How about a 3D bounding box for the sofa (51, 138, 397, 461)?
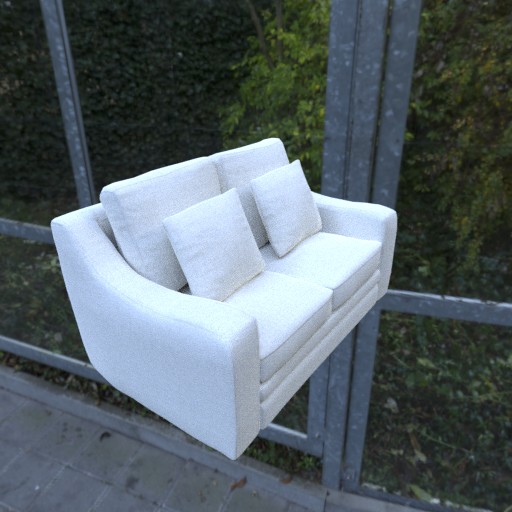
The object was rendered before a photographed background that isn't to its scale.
[{"bbox_3d":[0.000,0.000,2.440,1.040,1.047,1.744,17,30,32],"label":"sofa"}]
